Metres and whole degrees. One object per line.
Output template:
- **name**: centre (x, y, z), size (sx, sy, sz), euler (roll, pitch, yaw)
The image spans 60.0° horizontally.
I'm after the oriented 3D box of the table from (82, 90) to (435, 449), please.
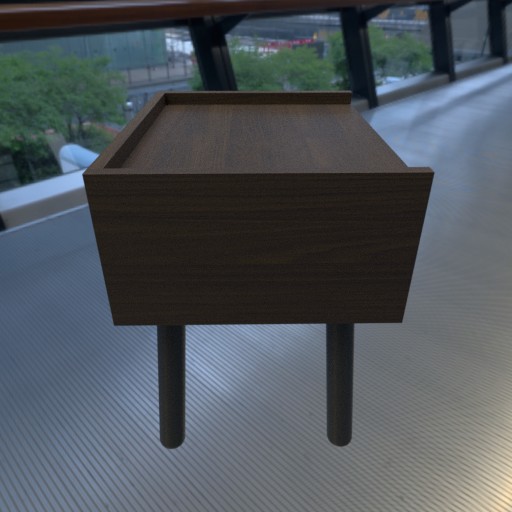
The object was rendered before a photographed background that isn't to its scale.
- **table**: centre (0.000, 0.000, 0.778), size (0.370, 0.470, 0.450), euler (0, 31, -1)
